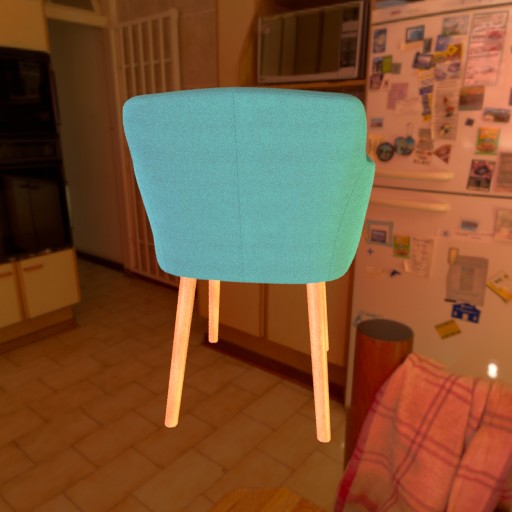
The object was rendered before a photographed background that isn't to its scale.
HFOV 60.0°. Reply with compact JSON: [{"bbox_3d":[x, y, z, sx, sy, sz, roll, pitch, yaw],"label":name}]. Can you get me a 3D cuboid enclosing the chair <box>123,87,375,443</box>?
[{"bbox_3d":[0.000,0.000,1.140,0.570,0.780,0.540,2,17,8],"label":"chair"}]
